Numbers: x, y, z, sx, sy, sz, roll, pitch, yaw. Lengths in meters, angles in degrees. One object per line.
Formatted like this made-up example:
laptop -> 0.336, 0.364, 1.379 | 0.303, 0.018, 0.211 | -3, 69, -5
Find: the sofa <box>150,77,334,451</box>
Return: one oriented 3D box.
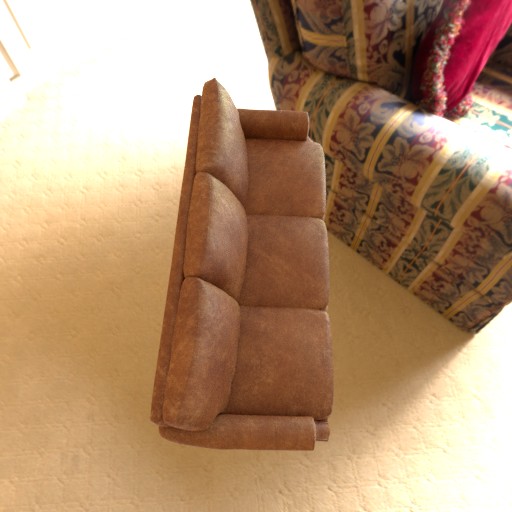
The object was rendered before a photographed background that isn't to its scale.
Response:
sofa -> 0.000, 0.000, 2.907 | 0.973, 0.977, 2.351 | 2, 64, 1
